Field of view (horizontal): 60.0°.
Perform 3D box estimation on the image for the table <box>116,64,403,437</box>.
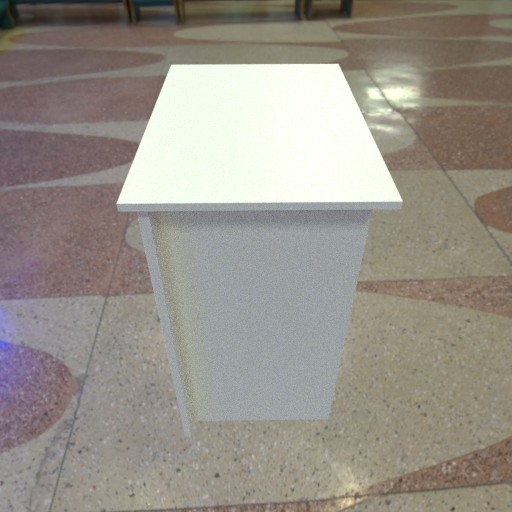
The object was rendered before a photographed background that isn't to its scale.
[{"bbox_3d":[0.000,0.000,1.079,0.406,0.711,0.589,-1,41,-1],"label":"table"}]
